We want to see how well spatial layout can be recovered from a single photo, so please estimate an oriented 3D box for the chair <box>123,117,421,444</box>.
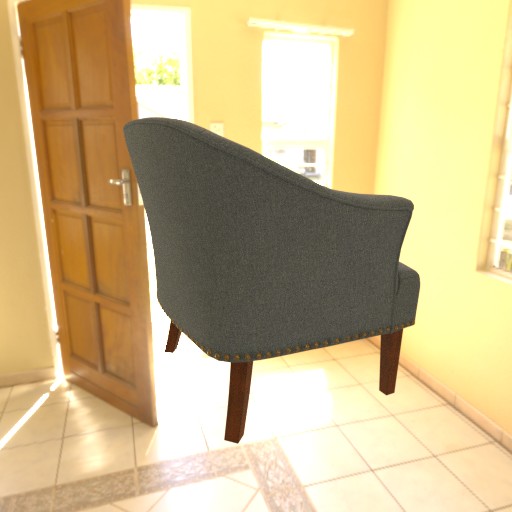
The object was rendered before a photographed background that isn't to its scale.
[{"bbox_3d":[0.000,0.000,1.395,0.704,0.815,0.798,-7,16,-26],"label":"chair"}]
